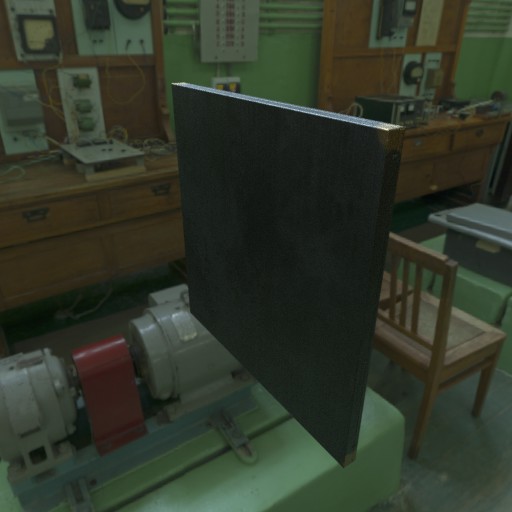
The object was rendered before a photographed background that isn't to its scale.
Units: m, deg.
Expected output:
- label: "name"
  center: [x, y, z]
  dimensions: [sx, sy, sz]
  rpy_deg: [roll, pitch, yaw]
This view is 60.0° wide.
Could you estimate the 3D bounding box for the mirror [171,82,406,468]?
- label: "mirror"
  center: [0.000, 0.000, 0.565]
  dimensions: [0.020, 0.381, 0.382]
  rpy_deg: [-18, 32, -30]
